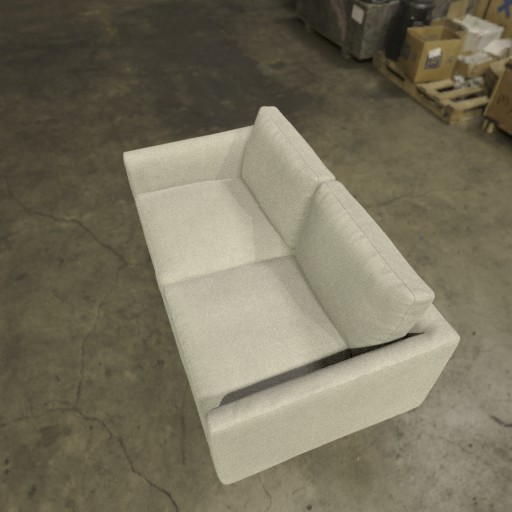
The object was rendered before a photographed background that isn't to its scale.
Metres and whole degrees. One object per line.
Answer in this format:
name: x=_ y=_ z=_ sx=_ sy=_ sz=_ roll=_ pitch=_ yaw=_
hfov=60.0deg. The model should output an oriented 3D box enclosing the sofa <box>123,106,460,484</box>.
sofa: x=0.000 y=0.000 z=2.447 sx=1.091 sy=0.839 sz=1.905 roll=-15 pitch=48 yaw=-14
